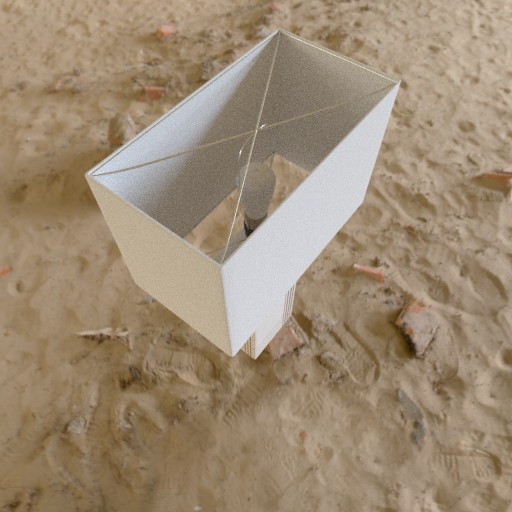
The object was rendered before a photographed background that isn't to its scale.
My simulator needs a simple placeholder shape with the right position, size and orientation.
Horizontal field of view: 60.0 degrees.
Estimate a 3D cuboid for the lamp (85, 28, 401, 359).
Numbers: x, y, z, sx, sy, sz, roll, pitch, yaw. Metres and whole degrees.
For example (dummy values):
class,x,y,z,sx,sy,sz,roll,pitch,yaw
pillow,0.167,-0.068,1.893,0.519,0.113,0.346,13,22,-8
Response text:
class,x,y,z,sx,sy,sz,roll,pitch,yaw
lamp,0.000,0.000,0.715,0.182,0.543,0.334,33,63,19
